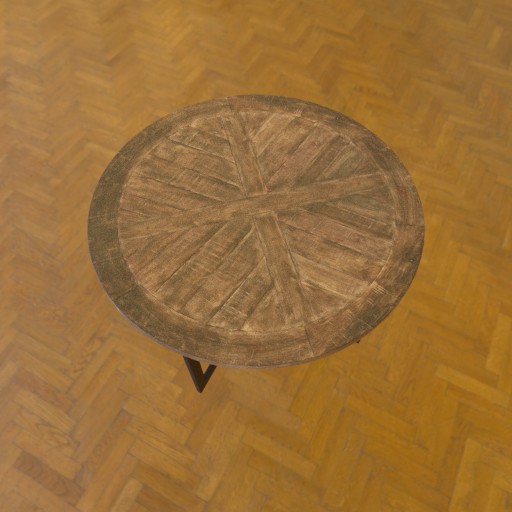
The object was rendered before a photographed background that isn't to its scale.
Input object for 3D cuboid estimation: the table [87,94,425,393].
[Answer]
[{"bbox_3d":[0.000,0.000,2.013,1.264,0.762,1.264,0,58,0],"label":"table"}]
